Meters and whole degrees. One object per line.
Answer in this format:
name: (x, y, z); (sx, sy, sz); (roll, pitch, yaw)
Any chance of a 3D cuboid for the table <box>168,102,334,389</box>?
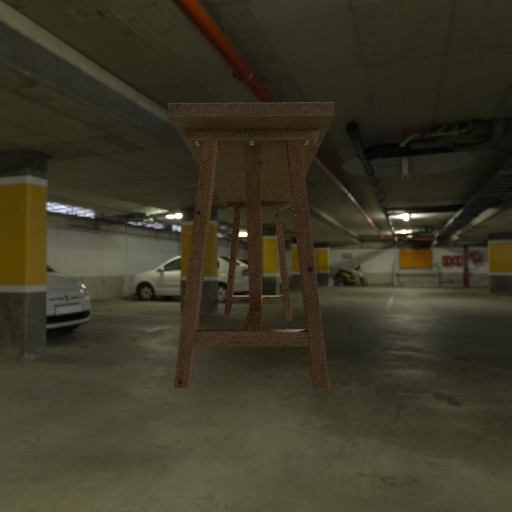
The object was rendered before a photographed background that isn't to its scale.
table: (0.000, 0.000, 2.128); (0.465, 0.810, 1.800); (0, -1, 1)
